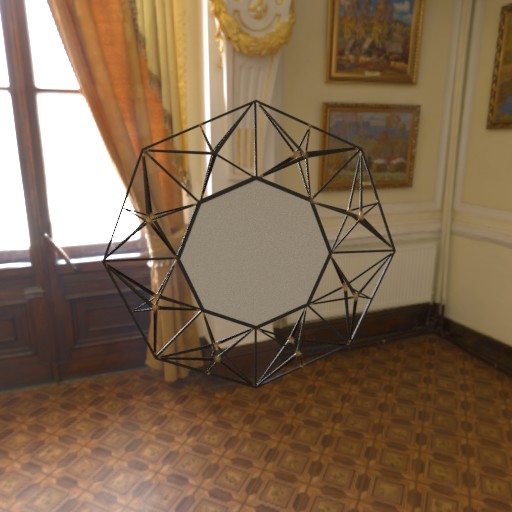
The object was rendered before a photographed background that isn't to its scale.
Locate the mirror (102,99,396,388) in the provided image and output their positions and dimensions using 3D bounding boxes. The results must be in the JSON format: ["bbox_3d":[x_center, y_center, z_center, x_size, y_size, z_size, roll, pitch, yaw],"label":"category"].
[{"bbox_3d":[0.000,0.000,1.064,0.710,0.710,0.094,-2,15,-8],"label":"mirror"}]
